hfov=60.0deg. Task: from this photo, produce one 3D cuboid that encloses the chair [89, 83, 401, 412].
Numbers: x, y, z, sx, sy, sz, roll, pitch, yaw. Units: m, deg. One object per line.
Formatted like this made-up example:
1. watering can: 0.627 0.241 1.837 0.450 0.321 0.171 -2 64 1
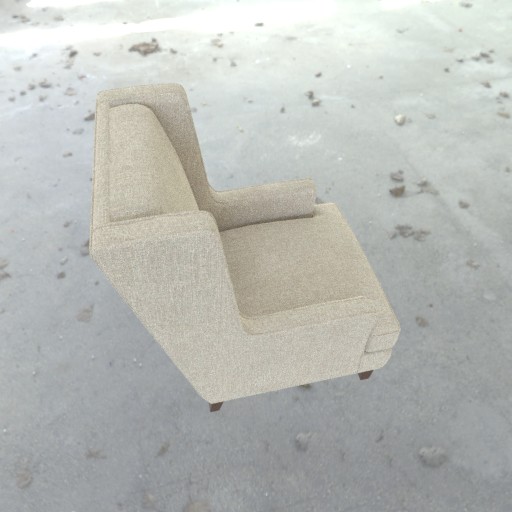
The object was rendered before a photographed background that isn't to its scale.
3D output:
1. chair: 0.000 0.000 1.707 0.948 1.082 0.764 -9 48 -8
